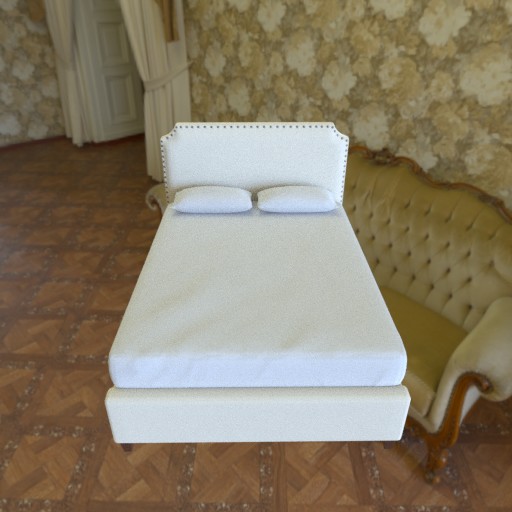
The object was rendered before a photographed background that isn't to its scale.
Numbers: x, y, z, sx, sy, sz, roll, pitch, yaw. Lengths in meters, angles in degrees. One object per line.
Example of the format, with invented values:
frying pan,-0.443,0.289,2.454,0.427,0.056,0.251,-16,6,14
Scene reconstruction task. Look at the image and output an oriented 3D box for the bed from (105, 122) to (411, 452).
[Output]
bed,0.000,0.000,3.314,1.703,1.415,2.329,0,30,-1
